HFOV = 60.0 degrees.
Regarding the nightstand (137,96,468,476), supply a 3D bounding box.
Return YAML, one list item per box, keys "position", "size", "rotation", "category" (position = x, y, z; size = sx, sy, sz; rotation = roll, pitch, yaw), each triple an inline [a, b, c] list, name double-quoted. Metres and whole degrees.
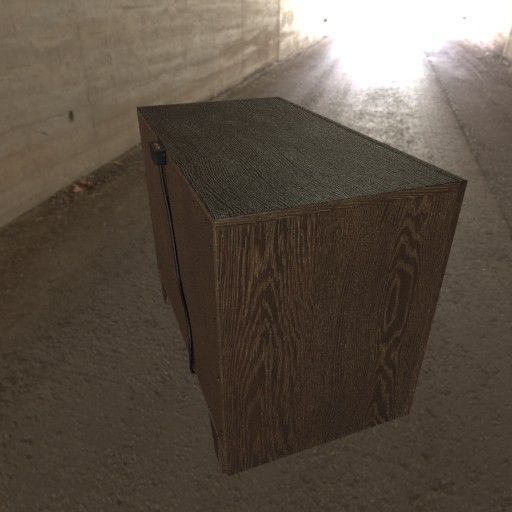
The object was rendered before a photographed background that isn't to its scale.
- position: [0.000, 0.000, 1.118]
  size: [0.457, 0.612, 0.775]
  rotation: [-11, 32, -18]
  category: "nightstand"
